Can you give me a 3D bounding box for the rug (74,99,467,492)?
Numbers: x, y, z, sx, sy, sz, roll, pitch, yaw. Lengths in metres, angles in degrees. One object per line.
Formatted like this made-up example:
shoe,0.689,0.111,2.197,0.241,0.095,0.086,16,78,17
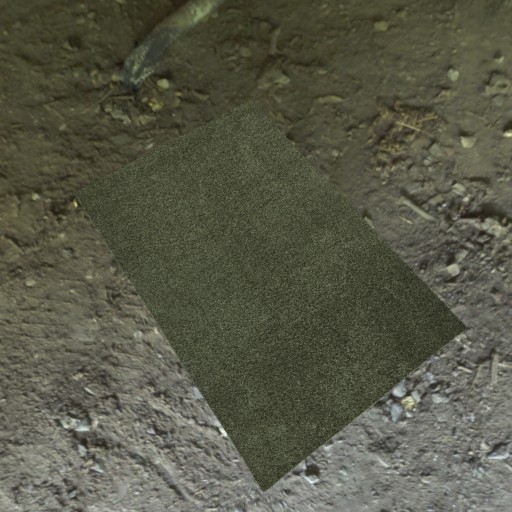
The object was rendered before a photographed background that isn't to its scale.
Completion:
rug,0.000,0.000,3.431,1.802,0.026,2.699,-33,68,-15
